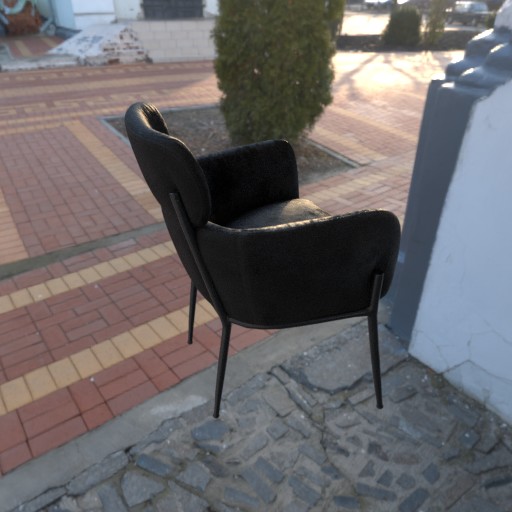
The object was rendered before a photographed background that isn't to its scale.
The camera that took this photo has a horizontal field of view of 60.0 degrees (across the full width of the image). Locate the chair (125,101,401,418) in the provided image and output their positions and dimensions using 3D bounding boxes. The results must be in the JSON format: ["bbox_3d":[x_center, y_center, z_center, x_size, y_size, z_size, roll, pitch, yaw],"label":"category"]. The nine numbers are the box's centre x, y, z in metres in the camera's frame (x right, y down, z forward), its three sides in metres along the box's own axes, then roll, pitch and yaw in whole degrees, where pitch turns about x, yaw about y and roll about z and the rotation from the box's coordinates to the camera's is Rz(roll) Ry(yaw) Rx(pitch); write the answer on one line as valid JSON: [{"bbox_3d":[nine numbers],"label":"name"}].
[{"bbox_3d":[0.000,0.000,1.256,0.604,0.818,0.640,-11,32,-17],"label":"chair"}]
